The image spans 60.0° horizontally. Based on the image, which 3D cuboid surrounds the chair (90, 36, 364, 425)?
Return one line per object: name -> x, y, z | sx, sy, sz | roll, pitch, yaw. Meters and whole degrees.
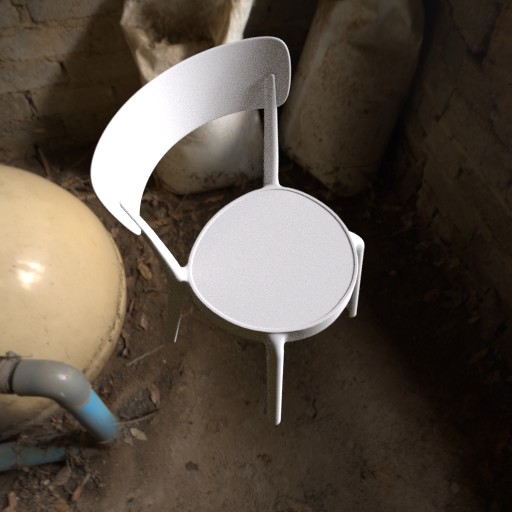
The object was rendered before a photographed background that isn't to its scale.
chair -> 0.000, 0.000, 1.085 | 0.491, 0.790, 0.506 | 33, 64, 19
